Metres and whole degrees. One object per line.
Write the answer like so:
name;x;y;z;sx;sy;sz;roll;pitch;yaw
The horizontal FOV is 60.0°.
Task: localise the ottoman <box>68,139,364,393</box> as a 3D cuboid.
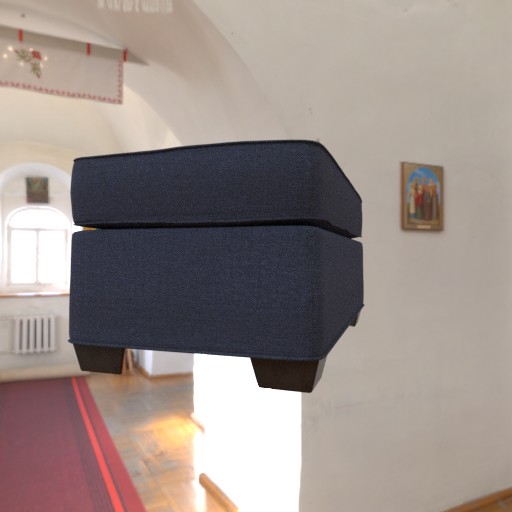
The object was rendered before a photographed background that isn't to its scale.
ottoman;0.000;0.000;1.187;0.505;0.453;0.895;0;0;18
